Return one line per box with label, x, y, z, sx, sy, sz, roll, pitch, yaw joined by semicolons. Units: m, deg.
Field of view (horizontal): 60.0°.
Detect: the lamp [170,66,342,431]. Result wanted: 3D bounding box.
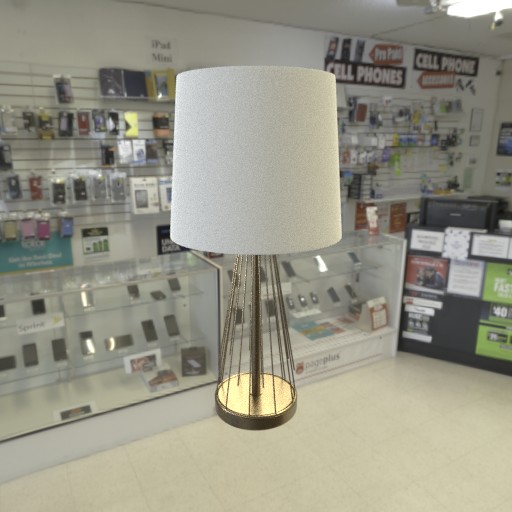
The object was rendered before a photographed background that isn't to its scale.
lamp;0.000;0.000;0.808;0.303;0.618;0.303;0;15;0
